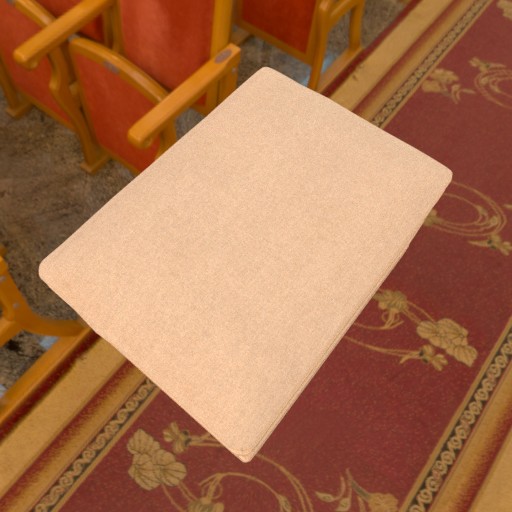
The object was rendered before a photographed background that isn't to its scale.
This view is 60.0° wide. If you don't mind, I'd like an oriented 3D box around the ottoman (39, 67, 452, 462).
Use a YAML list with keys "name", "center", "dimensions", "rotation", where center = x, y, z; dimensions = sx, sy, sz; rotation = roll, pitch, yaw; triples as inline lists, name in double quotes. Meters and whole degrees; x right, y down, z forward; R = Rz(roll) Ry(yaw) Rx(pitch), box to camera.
- name: "ottoman"
  center: [0.000, 0.000, 1.220]
  dimensions: [0.617, 0.503, 0.846]
  rotation: [36, 69, 16]
